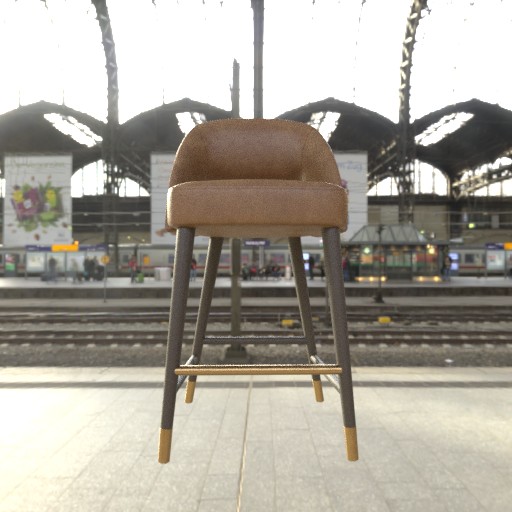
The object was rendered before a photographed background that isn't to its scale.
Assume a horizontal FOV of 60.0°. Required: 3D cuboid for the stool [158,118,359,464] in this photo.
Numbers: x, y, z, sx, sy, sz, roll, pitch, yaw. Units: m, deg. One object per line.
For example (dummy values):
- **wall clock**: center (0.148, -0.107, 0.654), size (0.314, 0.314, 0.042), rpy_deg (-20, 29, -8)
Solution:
- **stool**: center (0.000, 0.000, 1.253), size (0.494, 0.940, 0.509), rpy_deg (0, -1, -1)
